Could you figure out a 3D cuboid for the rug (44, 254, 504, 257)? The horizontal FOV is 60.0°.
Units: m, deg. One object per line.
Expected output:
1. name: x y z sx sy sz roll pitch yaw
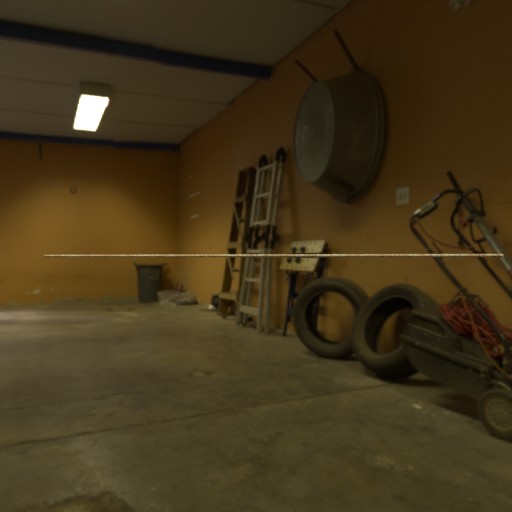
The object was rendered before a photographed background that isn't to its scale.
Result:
1. rug: 0.000 0.000 2.430 2.289 0.013 0.691 0 0 20
